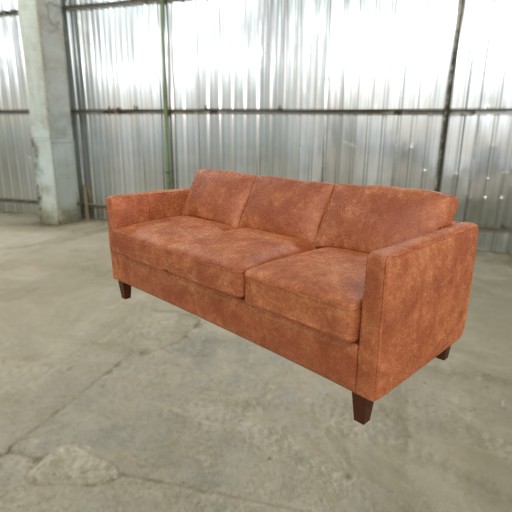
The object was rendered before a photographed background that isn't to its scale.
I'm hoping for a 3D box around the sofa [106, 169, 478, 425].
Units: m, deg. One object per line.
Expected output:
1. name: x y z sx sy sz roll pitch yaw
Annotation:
1. sofa: 0.000 0.000 2.984 1.045 1.006 2.464 -15 21 -42
